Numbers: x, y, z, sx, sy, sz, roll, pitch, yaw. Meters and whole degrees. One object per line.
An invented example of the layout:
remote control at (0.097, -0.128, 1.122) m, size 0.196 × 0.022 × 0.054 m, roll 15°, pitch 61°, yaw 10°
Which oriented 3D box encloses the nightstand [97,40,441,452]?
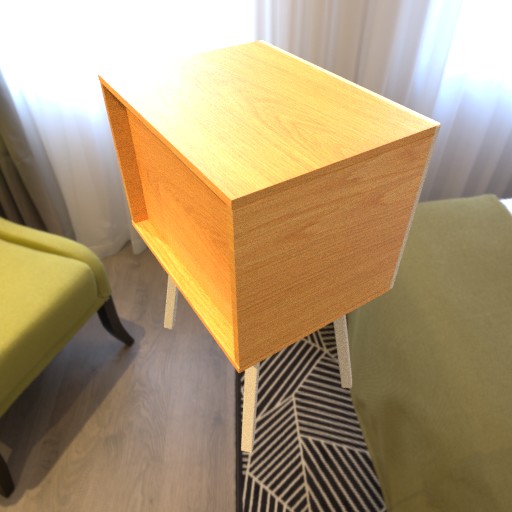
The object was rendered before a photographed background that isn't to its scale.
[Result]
nightstand at (0.000, 0.000, 0.814) m, size 0.316 × 0.601 × 0.400 m, roll -23°, pitch 47°, yaw -24°
